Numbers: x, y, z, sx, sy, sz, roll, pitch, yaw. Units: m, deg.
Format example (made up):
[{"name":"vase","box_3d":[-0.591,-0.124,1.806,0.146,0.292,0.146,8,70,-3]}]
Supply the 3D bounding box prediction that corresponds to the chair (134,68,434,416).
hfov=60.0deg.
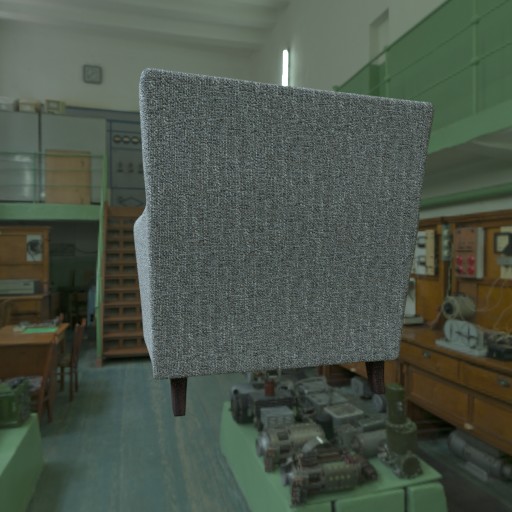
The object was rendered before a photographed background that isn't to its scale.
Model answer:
[{"name":"chair","box_3d":[0.000,0.000,1.615,0.864,0.928,0.873,0,0,-18]}]
